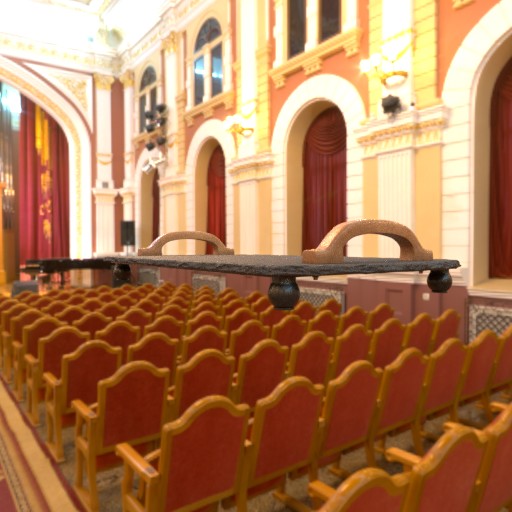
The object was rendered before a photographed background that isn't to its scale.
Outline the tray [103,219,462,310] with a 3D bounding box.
[{"bbox_3d":[0.000,0.000,0.468,0.231,0.062,0.387,-1,1,-36],"label":"tray"}]
